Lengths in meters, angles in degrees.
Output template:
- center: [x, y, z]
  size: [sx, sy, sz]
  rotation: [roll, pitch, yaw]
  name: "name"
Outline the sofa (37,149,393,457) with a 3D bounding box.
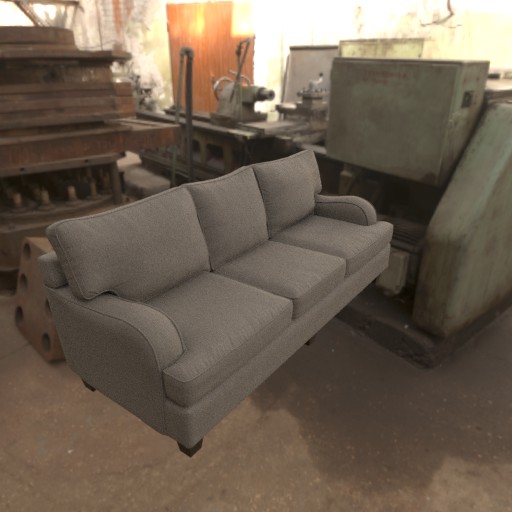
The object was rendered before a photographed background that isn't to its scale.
- center: [0.000, 0.000, 2.856]
  size: [1.016, 0.991, 2.323]
  rotation: [17, 29, 33]
  name: "sofa"
